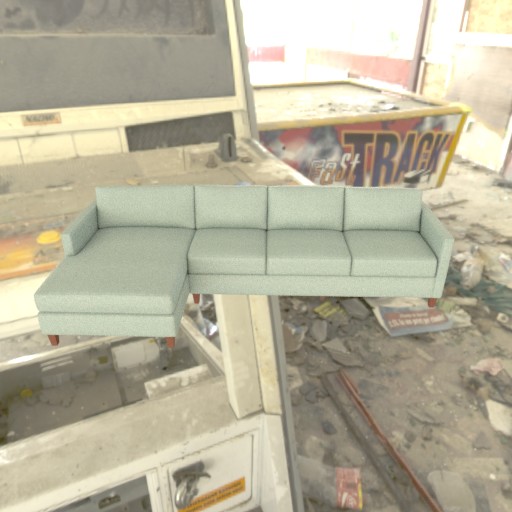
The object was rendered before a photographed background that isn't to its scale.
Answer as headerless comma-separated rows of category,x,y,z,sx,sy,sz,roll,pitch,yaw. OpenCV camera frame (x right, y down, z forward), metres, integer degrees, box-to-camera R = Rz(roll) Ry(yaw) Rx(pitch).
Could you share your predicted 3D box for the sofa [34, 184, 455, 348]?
sofa,0.000,0.000,4.102,3.470,0.953,1.600,1,28,1
